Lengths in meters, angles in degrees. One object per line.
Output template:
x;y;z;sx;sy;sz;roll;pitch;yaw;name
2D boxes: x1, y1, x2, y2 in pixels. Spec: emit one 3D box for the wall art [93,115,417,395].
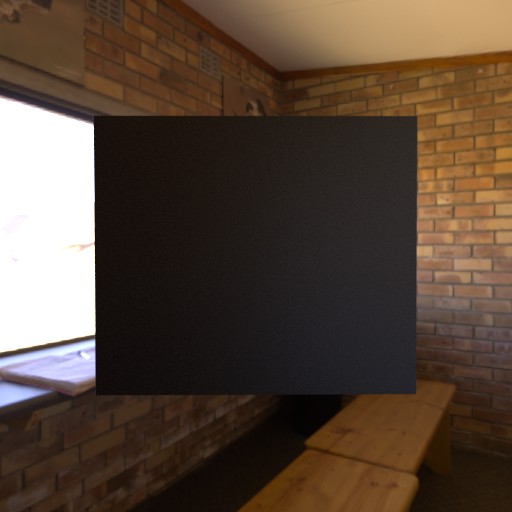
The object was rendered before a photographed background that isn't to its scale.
0.000;0.000;0.532;0.383;0.332;0.012;0;1;0;wall art
